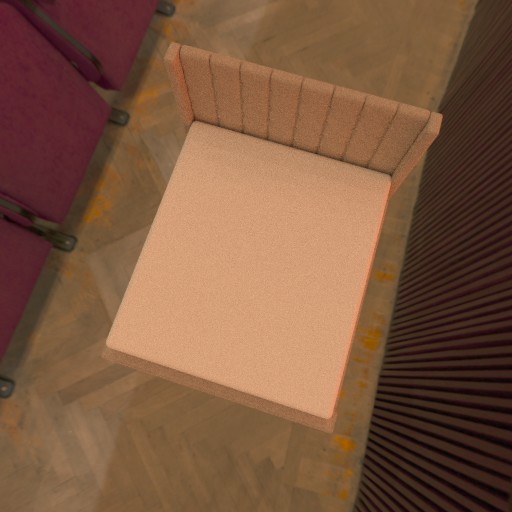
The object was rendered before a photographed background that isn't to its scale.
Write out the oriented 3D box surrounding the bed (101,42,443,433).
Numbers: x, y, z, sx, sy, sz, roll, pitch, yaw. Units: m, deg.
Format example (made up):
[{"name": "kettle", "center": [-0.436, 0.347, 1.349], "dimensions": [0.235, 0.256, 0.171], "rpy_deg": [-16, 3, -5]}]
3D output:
[{"name": "bed", "center": [0.000, 0.000, 3.738], "dimensions": [2.045, 1.743, 2.370], "rpy_deg": [17, 76, 4]}]
